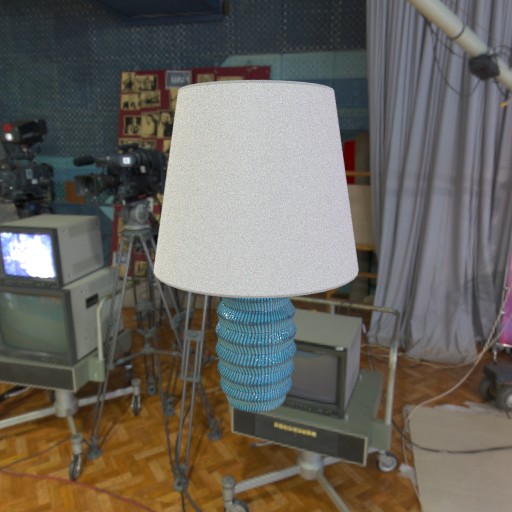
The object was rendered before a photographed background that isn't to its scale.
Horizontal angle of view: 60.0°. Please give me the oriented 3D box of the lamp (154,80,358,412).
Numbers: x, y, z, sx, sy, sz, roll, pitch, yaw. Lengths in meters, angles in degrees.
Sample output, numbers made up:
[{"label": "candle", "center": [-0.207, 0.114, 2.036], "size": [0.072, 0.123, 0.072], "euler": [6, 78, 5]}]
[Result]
[{"label": "lamp", "center": [0.000, 0.000, 0.561], "size": [0.254, 0.392, 0.254], "euler": [0, 13, 0]}]
